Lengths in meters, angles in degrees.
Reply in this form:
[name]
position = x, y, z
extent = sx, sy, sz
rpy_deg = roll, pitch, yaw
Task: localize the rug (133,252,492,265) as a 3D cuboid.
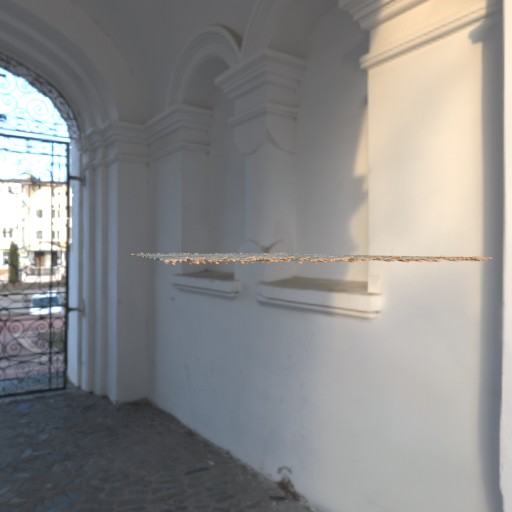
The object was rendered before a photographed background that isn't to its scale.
[rug]
position = 0.000, 0.000, 2.345
extent = 1.181, 0.028, 1.936
rpy_deg = 0, 1, -18
